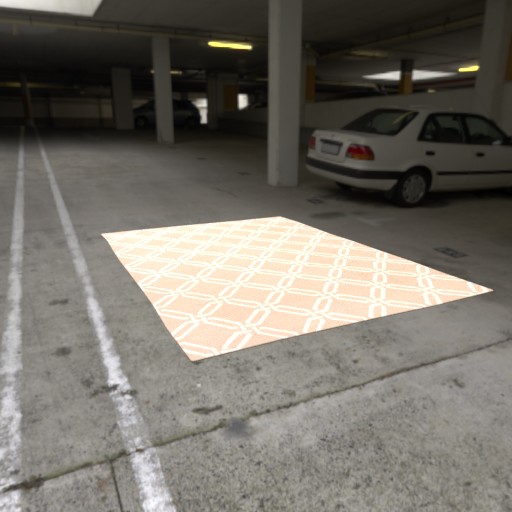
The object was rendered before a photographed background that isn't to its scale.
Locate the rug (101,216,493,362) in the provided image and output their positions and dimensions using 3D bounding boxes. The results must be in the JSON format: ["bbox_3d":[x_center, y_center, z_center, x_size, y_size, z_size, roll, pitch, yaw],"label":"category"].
[{"bbox_3d":[0.000,0.000,4.322,2.452,0.020,3.365,-8,18,-25],"label":"rug"}]
